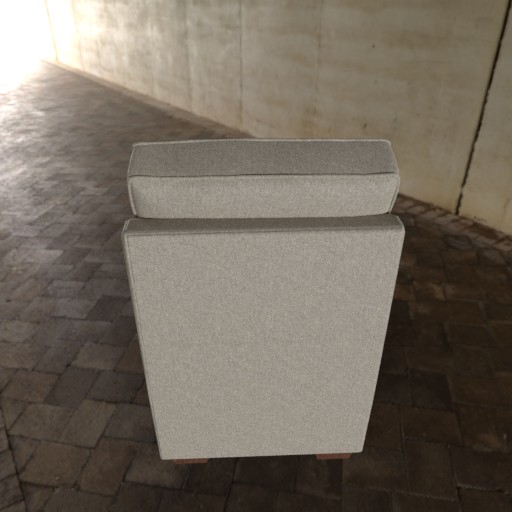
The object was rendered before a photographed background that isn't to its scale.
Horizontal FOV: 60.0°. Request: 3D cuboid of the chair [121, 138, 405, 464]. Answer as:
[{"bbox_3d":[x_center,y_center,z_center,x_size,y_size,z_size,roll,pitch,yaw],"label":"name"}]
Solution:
[{"bbox_3d":[0.000,0.000,1.625,0.674,1.058,1.020,-1,30,-2],"label":"chair"}]
